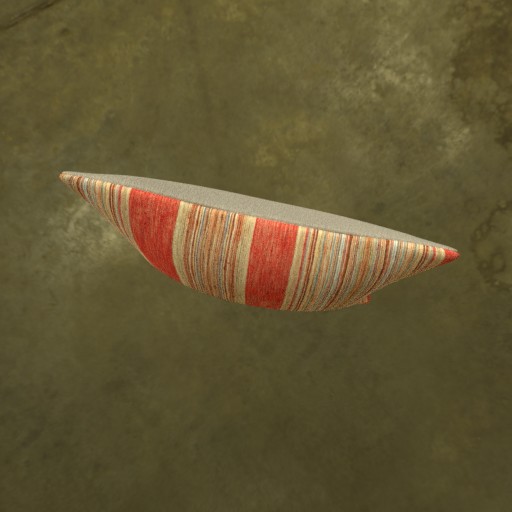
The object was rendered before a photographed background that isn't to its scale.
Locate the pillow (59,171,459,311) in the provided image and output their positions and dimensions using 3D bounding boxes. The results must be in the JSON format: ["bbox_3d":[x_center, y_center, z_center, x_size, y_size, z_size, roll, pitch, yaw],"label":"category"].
[{"bbox_3d":[0.000,0.000,0.663,0.437,0.419,0.136,12,77,3],"label":"pillow"}]
